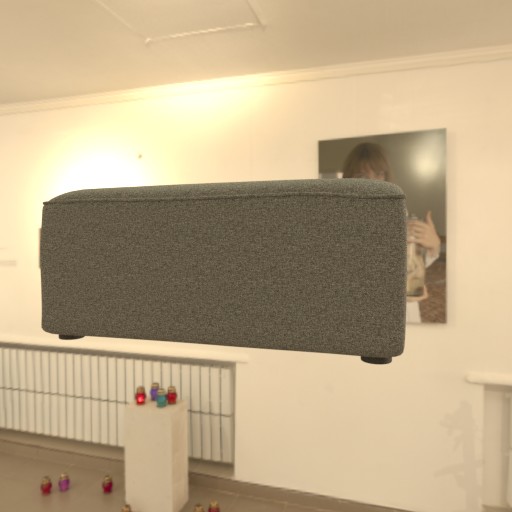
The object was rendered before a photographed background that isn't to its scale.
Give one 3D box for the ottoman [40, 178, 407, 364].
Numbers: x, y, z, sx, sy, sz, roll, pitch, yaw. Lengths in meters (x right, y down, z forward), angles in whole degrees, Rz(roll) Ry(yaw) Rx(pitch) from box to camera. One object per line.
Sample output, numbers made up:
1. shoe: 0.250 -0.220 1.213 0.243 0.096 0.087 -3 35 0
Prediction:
1. ottoman: 0.000 0.000 1.597 1.005 0.464 1.015 1 2 17
